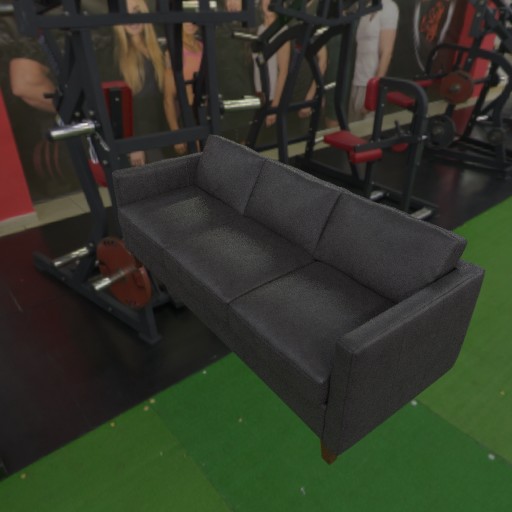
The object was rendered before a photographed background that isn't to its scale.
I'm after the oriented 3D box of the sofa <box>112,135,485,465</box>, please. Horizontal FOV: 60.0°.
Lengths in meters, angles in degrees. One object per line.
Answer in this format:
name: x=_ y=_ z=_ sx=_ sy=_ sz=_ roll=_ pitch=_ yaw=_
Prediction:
sofa: x=0.000 y=0.000 z=2.917 sx=1.045 sy=1.006 sz=2.464 roll=-22 pitch=37 yaw=-31
